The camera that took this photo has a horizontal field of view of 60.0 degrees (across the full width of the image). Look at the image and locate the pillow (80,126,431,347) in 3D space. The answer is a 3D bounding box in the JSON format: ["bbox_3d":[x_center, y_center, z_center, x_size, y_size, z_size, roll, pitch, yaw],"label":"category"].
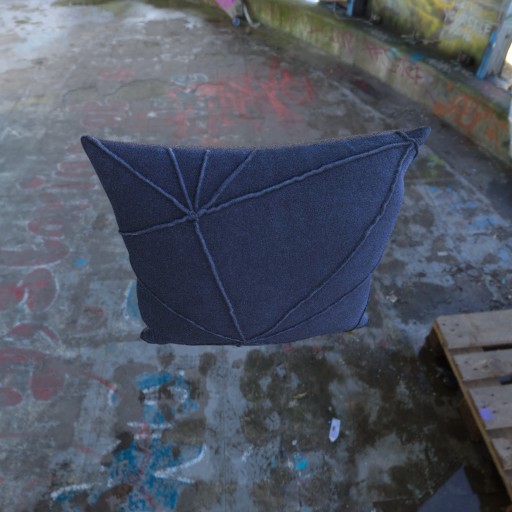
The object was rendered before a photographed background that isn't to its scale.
[{"bbox_3d":[0.000,0.000,0.690,0.439,0.440,0.183,-3,47,-3],"label":"pillow"}]
